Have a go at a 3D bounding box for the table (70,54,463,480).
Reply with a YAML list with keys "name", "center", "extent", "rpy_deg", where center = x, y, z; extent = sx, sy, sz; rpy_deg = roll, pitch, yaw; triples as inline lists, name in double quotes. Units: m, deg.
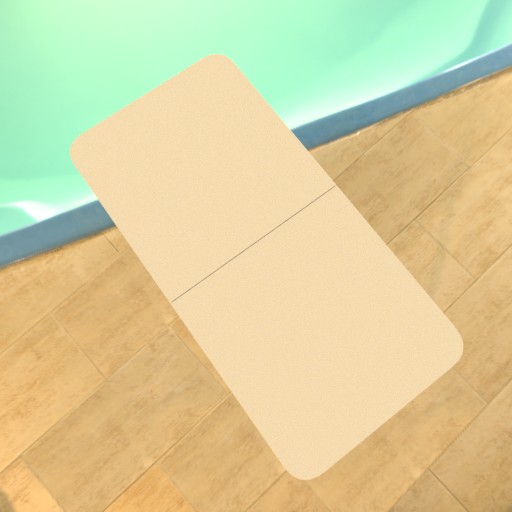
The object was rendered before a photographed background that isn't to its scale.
- name: "table"
  center: [0.000, 0.000, 1.454]
  extent: [0.600, 0.340, 1.200]
  rpy_deg: [-36, 79, -8]
